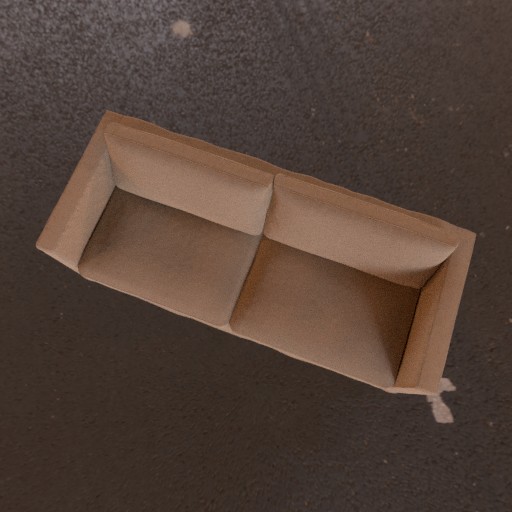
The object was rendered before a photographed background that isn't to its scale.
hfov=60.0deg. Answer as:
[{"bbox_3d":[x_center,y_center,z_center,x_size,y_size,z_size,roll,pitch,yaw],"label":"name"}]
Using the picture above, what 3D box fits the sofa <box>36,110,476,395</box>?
[{"bbox_3d":[0.000,0.000,2.701,2.296,0.847,0.956,20,75,5],"label":"sofa"}]
